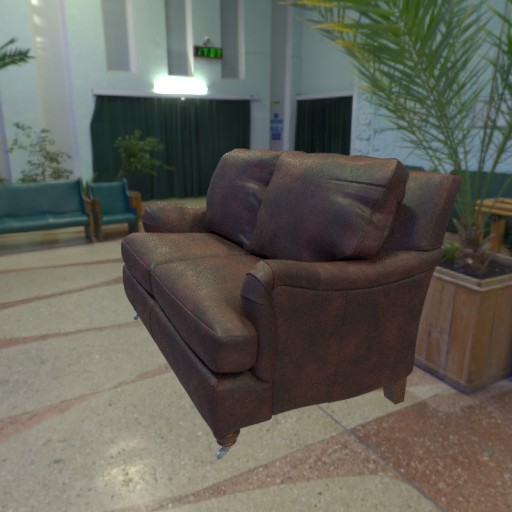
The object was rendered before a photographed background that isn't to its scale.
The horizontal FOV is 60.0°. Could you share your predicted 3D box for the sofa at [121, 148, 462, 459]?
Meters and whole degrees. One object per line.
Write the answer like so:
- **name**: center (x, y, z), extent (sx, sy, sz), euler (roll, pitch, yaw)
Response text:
- **sofa**: center (0.000, 0.000, 2.317), extent (1.148, 1.070, 1.628), euler (-8, 17, -26)
